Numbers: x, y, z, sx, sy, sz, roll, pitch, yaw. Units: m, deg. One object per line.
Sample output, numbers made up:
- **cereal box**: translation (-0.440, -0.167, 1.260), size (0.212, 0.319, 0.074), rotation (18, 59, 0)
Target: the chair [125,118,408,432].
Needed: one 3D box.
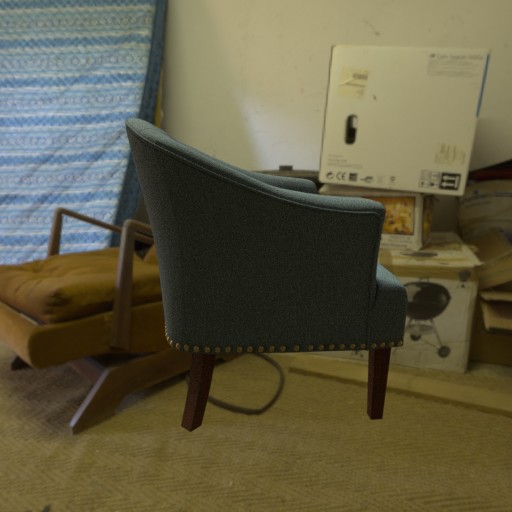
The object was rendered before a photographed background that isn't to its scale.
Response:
- **chair**: translation (0.000, 0.000, 1.391), size (0.704, 0.815, 0.772), rotation (-2, 14, -6)
